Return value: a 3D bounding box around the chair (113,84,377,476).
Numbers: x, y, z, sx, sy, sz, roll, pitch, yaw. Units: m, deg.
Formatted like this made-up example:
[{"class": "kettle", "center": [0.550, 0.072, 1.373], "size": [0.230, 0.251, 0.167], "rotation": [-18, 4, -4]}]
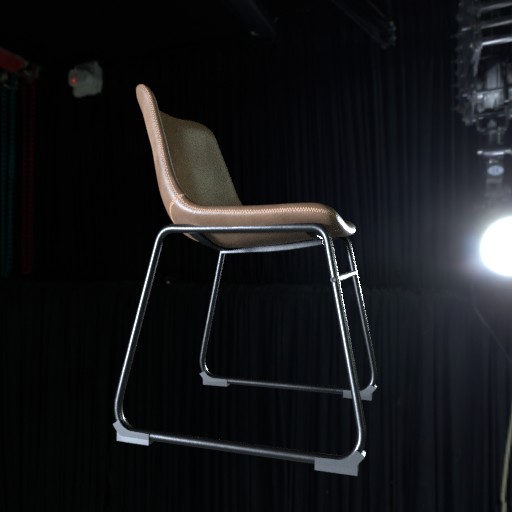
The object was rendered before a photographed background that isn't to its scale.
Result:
[{"class": "chair", "center": [0.000, 0.000, 1.082], "size": [0.551, 0.780, 0.460], "rotation": [0, 0, 18]}]
